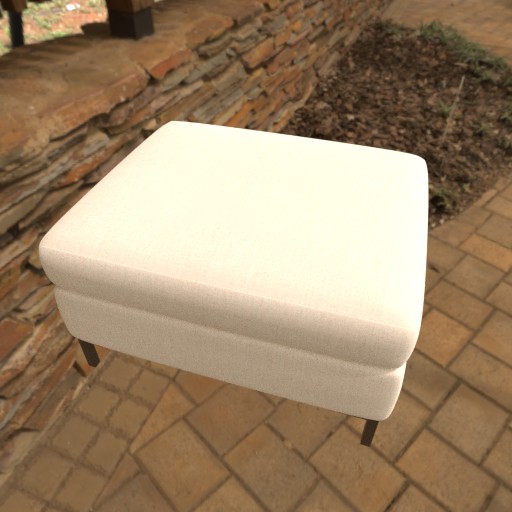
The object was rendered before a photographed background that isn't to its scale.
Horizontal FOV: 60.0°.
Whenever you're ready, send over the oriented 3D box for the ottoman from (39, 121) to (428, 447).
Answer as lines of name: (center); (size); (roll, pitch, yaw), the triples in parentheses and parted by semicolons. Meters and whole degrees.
ottoman: (0.000, 0.000, 1.166); (0.794, 0.453, 0.657); (12, 42, 13)
